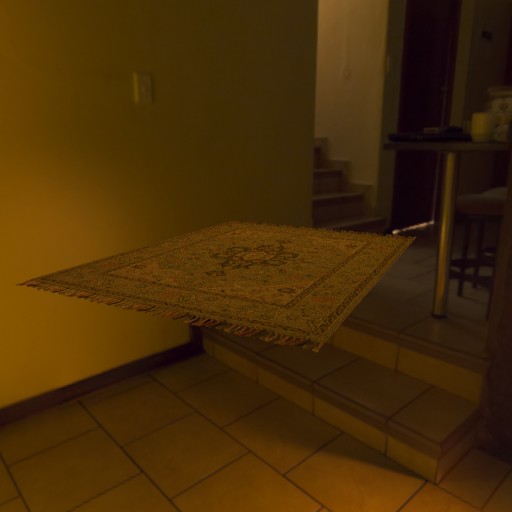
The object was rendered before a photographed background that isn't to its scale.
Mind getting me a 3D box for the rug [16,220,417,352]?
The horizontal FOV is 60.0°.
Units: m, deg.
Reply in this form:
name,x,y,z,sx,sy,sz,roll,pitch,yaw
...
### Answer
name,x,y,z,sx,sy,sz,roll,pitch,yaw
rug,0.000,0.000,3.416,1.971,0.010,2.651,7,16,27
